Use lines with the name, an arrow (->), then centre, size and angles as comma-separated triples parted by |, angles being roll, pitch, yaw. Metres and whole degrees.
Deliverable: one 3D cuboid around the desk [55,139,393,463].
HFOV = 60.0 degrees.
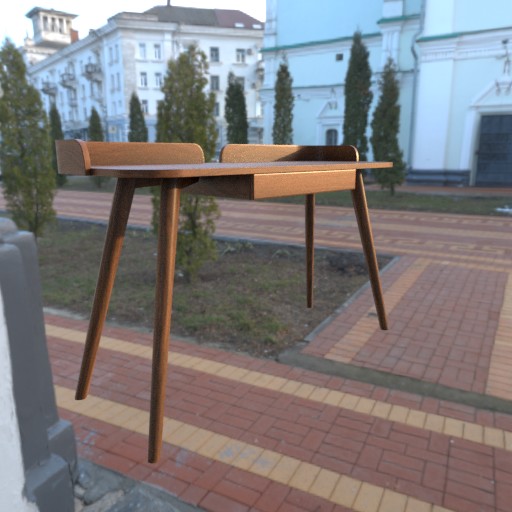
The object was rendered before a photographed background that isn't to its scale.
desk -> 0.000, 0.000, 1.619 | 0.486, 0.800, 1.256 | 12, 18, 43
